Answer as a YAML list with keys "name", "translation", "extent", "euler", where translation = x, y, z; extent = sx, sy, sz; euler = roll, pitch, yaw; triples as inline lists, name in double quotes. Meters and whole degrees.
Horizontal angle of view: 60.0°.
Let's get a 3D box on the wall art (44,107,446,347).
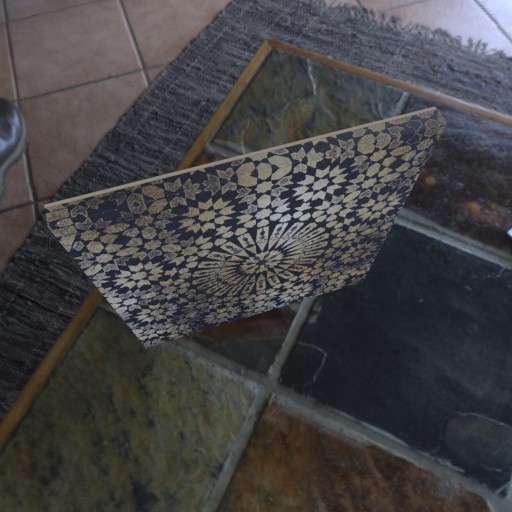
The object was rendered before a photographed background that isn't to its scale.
- name: "wall art"
  translation: [0.000, 0.000, 0.925]
  extent: [0.612, 0.612, 0.038]
  euler: [-16, 64, -8]
